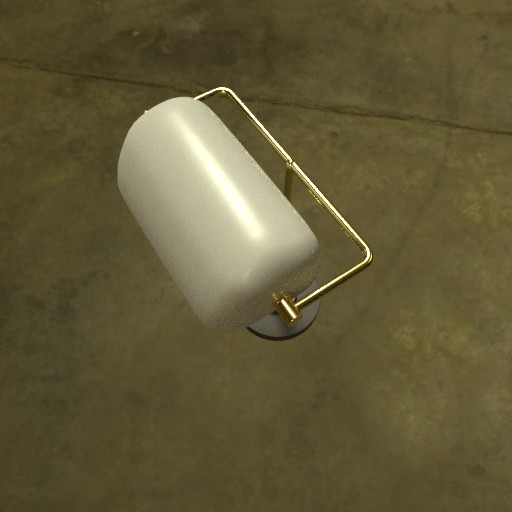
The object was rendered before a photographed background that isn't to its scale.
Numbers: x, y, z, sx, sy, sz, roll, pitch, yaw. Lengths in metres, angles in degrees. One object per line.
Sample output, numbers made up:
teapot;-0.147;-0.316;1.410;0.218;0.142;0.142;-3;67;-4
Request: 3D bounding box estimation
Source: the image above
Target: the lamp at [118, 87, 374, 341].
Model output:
lamp;0.000;0.000;0.559;0.227;0.404;0.269;-30;66;-15
